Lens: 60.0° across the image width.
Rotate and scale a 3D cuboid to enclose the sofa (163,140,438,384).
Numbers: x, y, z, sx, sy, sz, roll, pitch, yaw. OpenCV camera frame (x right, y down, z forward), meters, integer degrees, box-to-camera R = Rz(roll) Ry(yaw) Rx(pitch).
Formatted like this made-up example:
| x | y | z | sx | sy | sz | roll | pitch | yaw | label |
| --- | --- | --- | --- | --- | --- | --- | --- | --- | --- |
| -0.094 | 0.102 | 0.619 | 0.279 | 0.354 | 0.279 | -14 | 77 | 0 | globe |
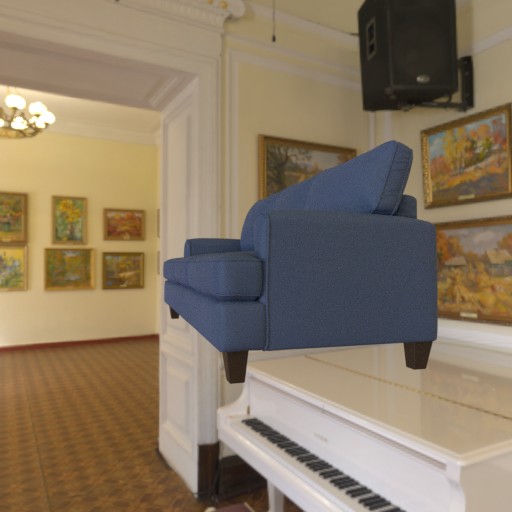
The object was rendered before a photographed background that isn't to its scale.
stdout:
| x | y | z | sx | sy | sz | roll | pitch | yaw | label |
| --- | --- | --- | --- | --- | --- | --- | --- | --- | --- |
| 0.000 | 0.000 | 2.701 | 0.951 | 0.965 | 2.158 | 0 | -1 | -17 | sofa |
